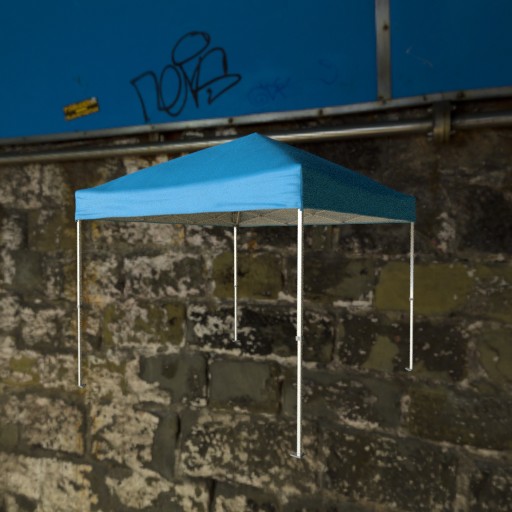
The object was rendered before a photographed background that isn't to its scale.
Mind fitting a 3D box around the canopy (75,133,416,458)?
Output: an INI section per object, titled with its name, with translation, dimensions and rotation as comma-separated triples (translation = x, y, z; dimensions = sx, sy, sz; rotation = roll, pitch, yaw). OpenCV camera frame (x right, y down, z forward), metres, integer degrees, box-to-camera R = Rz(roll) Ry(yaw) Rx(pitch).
[canopy]
translation = 0.000, 0.000, 5.436
dimensions = 2.998, 2.997, 2.996
rotation = 1, 2, 36
